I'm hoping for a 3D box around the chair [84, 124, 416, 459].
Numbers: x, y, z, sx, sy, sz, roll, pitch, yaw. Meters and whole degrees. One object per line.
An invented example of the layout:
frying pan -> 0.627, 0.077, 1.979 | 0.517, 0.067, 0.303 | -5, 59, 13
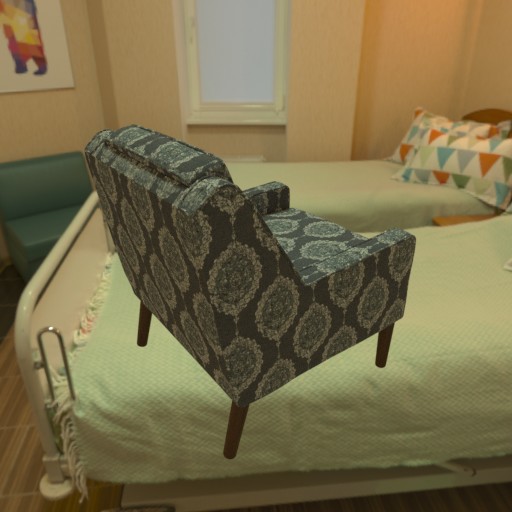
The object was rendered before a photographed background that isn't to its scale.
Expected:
chair -> 0.000, 0.000, 1.367 | 0.743, 0.792, 0.663 | -18, 32, -32
